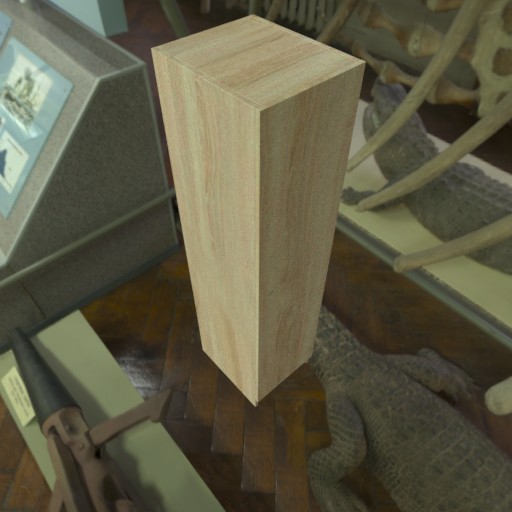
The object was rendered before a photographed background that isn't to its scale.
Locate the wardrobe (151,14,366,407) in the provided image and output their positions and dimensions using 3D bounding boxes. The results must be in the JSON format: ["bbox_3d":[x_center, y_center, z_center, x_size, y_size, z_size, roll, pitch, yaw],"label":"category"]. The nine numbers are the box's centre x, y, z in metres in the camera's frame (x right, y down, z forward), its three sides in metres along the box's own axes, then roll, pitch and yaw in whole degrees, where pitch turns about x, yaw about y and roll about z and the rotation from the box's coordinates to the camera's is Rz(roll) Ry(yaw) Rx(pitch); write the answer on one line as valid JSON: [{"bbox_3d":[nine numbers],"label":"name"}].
[{"bbox_3d":[0.000,0.000,2.351,0.496,2.117,0.588,-34,56,-27],"label":"wardrobe"}]
